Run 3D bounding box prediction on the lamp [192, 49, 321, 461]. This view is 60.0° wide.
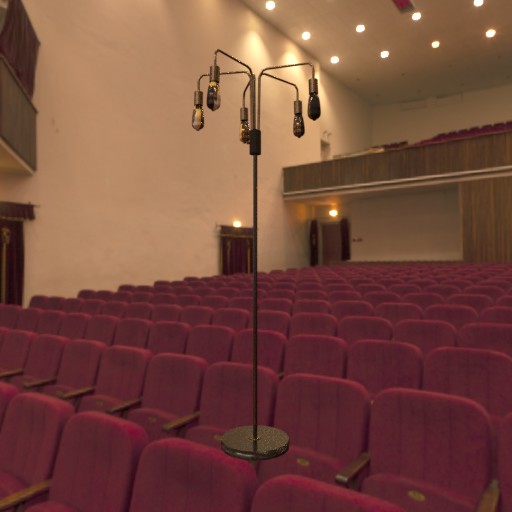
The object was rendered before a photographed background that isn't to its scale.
[{"bbox_3d":[0.000,0.000,2.018,0.572,1.721,0.599,-1,-2,36],"label":"lamp"}]
